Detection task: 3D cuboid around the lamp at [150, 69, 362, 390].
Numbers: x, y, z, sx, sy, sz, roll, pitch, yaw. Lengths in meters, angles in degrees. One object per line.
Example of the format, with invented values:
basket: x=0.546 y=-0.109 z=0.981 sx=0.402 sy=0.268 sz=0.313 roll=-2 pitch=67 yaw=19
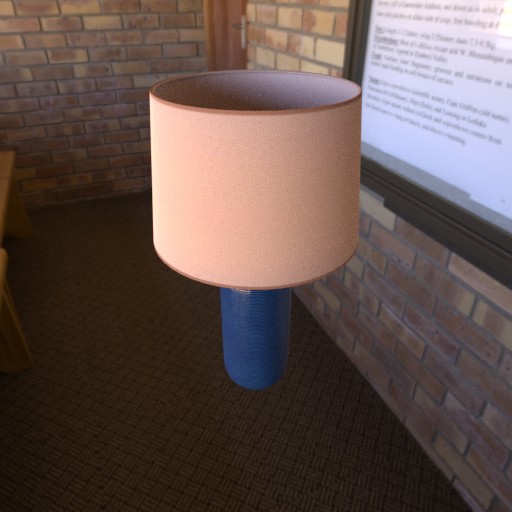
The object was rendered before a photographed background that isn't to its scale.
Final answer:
lamp: x=0.000 y=0.000 z=0.837 sx=0.367 sy=0.609 sz=0.367 roll=0 pitch=31 yaw=0
